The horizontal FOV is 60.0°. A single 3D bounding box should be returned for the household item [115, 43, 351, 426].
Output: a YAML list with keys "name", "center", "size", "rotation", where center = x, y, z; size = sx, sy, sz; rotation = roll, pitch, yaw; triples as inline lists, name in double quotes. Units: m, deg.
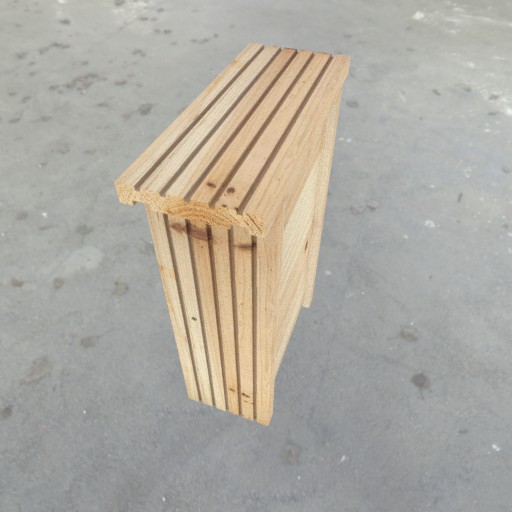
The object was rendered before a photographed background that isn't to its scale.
- name: "household item"
  center: [0.000, 0.000, 0.568]
  size: [0.123, 0.407, 0.301]
  rotation: [14, 47, 14]
